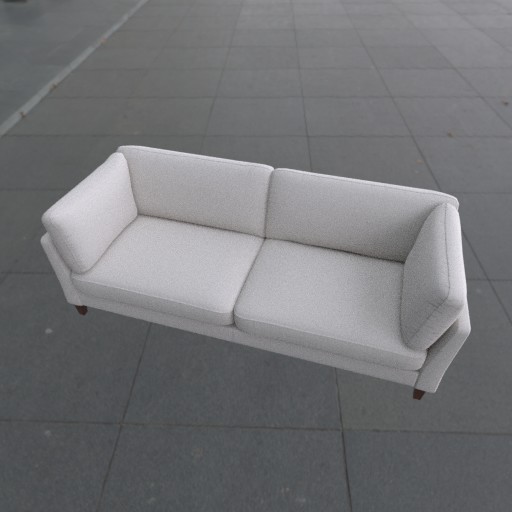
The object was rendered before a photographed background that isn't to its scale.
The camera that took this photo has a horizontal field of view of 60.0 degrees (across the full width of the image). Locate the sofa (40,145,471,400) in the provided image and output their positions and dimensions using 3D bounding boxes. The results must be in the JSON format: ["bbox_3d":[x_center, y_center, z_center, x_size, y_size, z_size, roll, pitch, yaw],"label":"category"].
[{"bbox_3d":[0.000,0.000,2.700,2.301,0.863,0.957,11,41,13],"label":"sofa"}]
